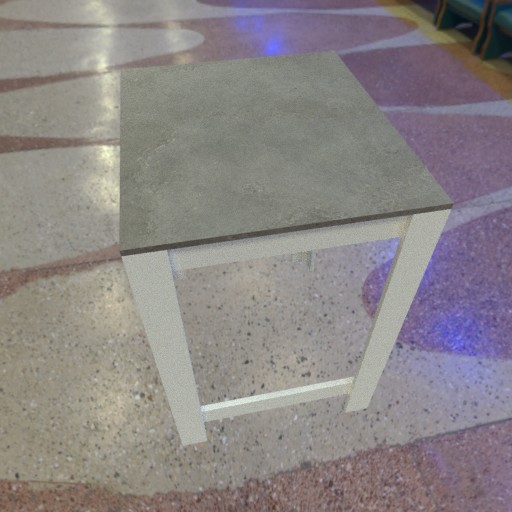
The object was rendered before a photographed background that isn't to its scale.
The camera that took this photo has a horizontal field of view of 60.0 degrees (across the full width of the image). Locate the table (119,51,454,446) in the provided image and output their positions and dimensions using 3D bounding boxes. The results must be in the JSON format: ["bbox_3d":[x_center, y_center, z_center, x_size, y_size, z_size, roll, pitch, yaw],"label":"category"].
[{"bbox_3d":[0.000,0.000,1.539,0.700,1.020,0.800,-9,48,-8],"label":"table"}]
